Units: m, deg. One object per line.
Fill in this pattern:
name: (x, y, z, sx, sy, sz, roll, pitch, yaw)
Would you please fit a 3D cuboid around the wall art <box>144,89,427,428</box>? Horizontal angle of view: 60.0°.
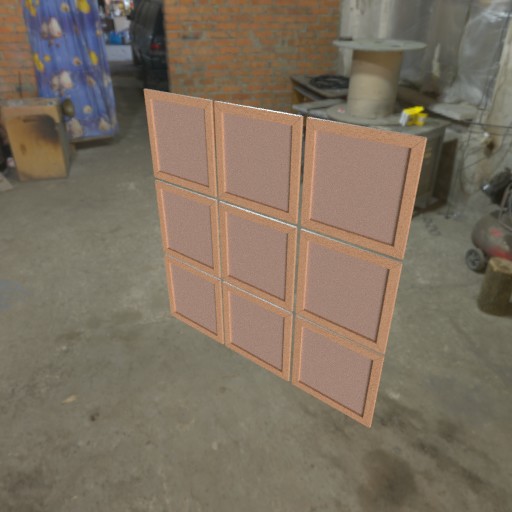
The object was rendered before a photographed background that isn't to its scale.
wall art: (0.000, 0.000, 2.332, 1.519, 1.507, 0.014, 22, 37, 33)
